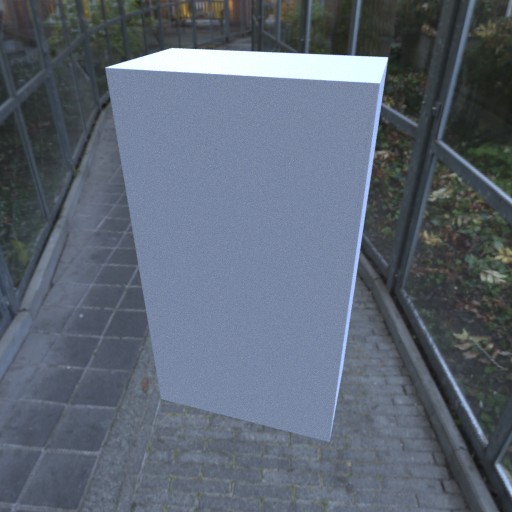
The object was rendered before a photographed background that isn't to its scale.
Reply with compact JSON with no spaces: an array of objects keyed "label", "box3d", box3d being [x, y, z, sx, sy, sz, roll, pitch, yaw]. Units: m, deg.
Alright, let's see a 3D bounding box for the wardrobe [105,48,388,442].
[{"label":"wardrobe","box3d":[0.000,0.000,2.228,0.991,1.808,0.577,9,33,14]}]
